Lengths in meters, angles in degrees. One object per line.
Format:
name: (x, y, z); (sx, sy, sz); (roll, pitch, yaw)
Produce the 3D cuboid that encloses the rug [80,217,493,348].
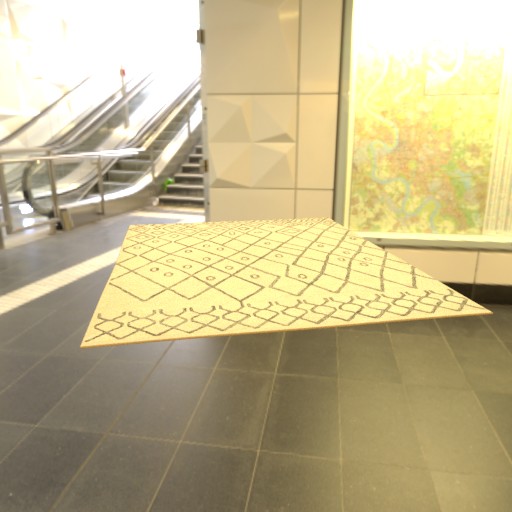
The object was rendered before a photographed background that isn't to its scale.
rug: (0.000, 0.000, 3.972); (2.446, 0.015, 3.046); (-3, 17, -10)
